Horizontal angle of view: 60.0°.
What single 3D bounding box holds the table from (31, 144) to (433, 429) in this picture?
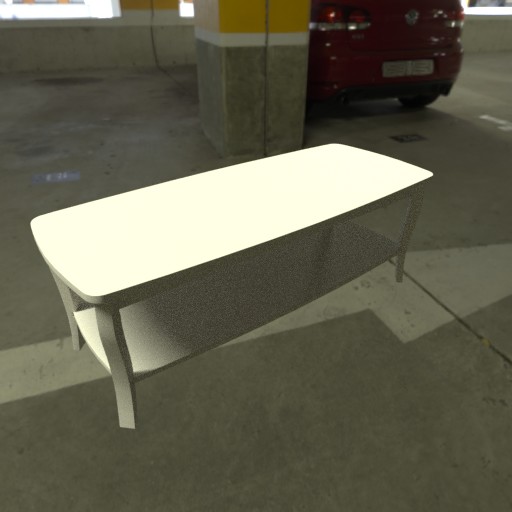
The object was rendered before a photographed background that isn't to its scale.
[{"bbox_3d":[0.000,0.000,1.579,1.334,0.474,0.561,-21,36,-32],"label":"table"}]
